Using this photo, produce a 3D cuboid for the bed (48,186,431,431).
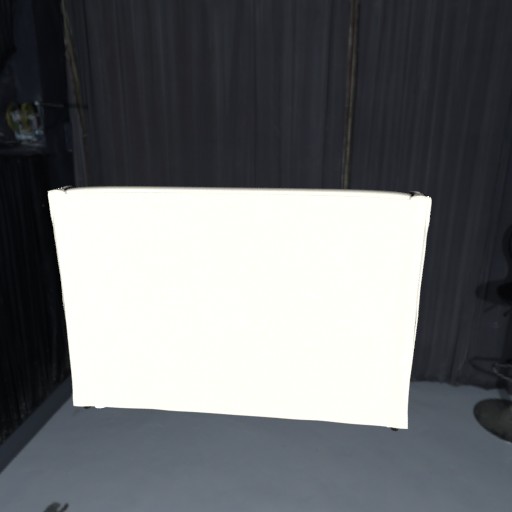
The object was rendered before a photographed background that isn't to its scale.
[{"bbox_3d":[0.000,0.000,3.409,1.925,1.332,2.276,2,16,6],"label":"bed"}]
